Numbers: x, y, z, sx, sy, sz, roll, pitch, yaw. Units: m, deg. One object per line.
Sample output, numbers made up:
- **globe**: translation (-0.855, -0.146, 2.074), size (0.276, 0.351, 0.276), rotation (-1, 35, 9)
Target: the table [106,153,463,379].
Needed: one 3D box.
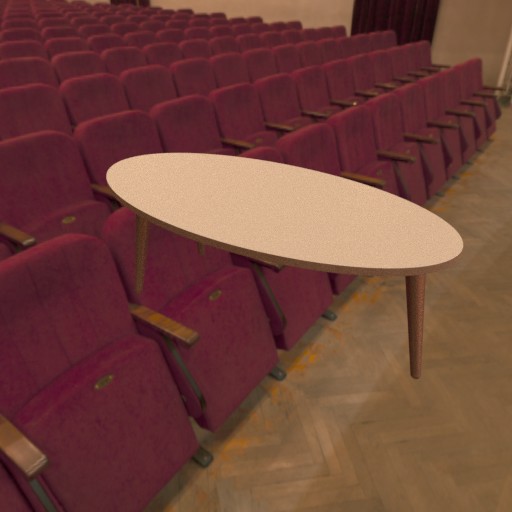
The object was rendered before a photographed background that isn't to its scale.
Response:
- **table**: translation (0.000, 0.000, 1.320), size (1.083, 0.390, 0.542), rotation (20, 36, 30)
